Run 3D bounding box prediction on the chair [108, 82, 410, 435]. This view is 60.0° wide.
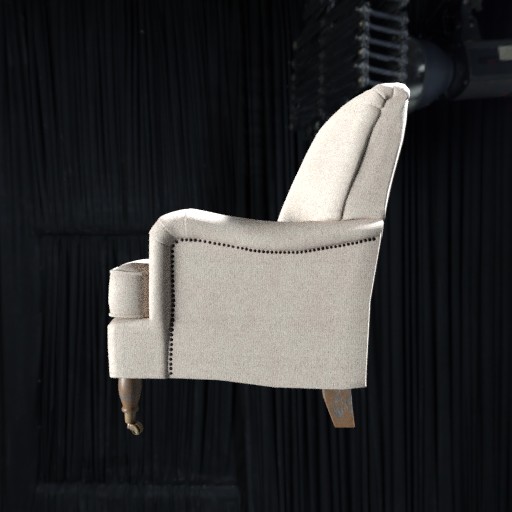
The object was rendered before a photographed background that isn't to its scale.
[{"bbox_3d":[0.000,0.000,1.769,0.953,1.119,0.879,0,1,0],"label":"chair"}]
